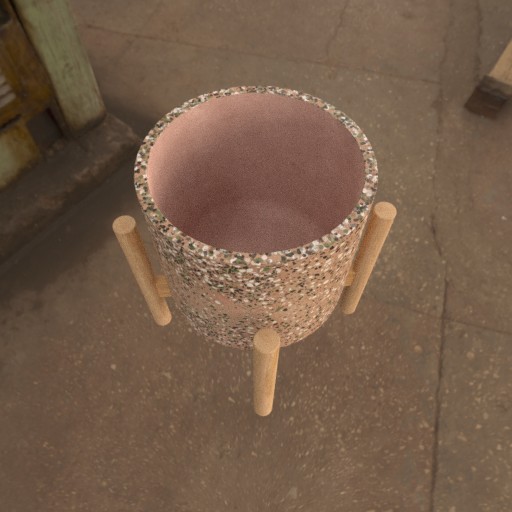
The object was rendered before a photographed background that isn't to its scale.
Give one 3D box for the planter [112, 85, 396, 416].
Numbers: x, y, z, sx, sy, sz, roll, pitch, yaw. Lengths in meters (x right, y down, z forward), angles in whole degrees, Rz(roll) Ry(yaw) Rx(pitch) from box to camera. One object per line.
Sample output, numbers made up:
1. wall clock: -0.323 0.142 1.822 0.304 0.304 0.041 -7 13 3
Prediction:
1. planter: 0.000 0.000 0.542 0.284 0.320 0.284 16 59 10
